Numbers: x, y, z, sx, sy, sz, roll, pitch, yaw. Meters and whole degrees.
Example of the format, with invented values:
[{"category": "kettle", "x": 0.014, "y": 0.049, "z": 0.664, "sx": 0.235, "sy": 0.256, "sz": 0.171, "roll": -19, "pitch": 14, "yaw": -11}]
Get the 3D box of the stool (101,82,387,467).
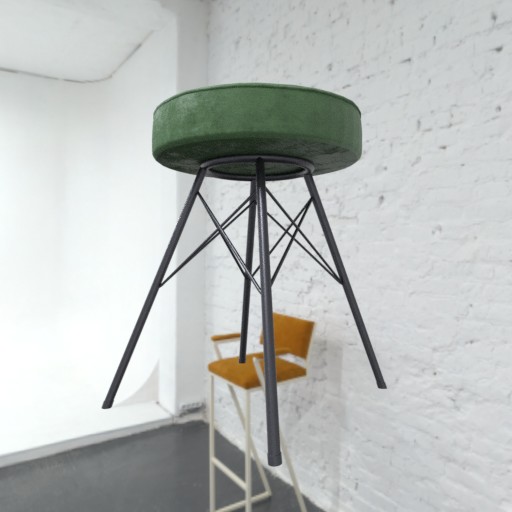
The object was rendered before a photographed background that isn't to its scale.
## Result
[{"category": "stool", "x": 0.000, "y": 0.000, "z": 0.927, "sx": 0.430, "sy": 0.595, "sz": 0.457, "roll": 0, "pitch": 1, "yaw": 36}]
